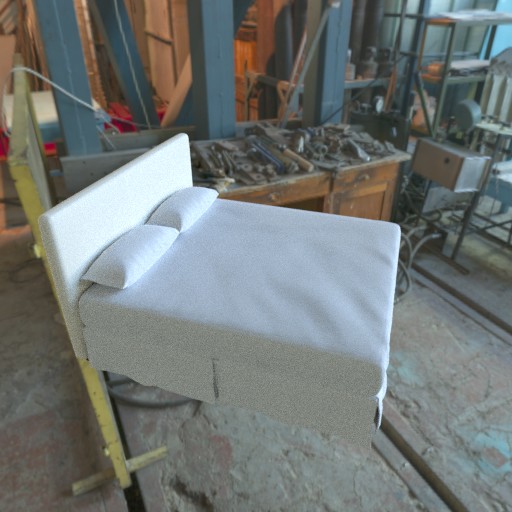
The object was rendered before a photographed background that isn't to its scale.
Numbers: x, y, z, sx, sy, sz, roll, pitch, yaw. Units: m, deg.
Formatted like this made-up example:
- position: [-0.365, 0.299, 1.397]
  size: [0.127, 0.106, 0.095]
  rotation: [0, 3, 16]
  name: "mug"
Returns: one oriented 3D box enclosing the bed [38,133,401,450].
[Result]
- position: [0.000, 0.000, 3.660]
  size: [2.341, 1.317, 2.119]
  rotation: [10, 33, 16]
  name: "bed"
